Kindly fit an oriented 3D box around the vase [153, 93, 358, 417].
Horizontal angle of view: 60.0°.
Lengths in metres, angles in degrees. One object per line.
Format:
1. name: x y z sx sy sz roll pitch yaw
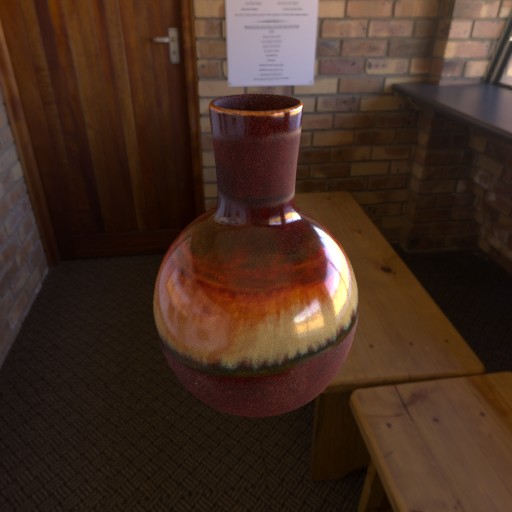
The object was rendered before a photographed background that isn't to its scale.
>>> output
1. vase: 0.000 0.000 0.231 0.111 0.154 0.111 0 30 0
